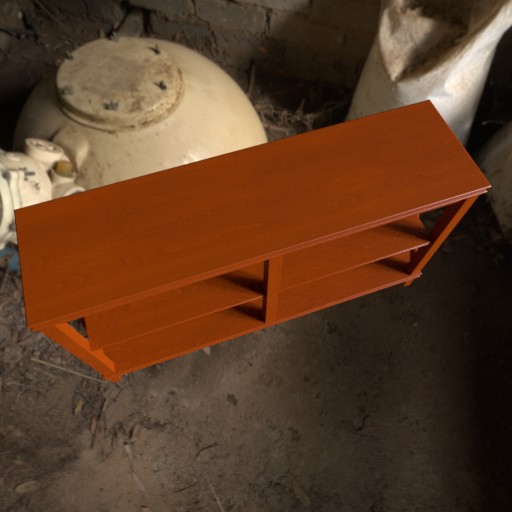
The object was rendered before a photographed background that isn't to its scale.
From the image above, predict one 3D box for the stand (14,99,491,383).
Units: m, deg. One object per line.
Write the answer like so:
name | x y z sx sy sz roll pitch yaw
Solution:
stand | 0.000 0.000 1.655 1.372 0.762 0.381 -17 64 -8
